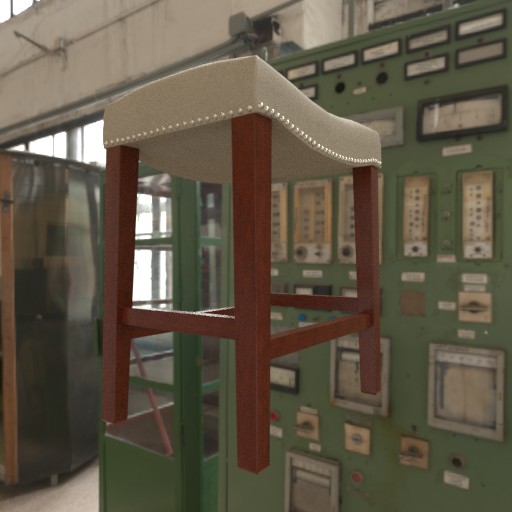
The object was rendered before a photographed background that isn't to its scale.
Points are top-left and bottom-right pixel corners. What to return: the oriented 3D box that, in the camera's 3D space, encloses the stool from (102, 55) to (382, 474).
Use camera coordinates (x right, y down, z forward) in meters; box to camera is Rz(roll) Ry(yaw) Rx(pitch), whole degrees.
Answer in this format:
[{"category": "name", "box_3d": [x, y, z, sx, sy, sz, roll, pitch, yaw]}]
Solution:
[{"category": "stool", "box_3d": [0.000, 0.000, 0.943, 0.375, 0.632, 0.509, 0, -1, 36]}]
